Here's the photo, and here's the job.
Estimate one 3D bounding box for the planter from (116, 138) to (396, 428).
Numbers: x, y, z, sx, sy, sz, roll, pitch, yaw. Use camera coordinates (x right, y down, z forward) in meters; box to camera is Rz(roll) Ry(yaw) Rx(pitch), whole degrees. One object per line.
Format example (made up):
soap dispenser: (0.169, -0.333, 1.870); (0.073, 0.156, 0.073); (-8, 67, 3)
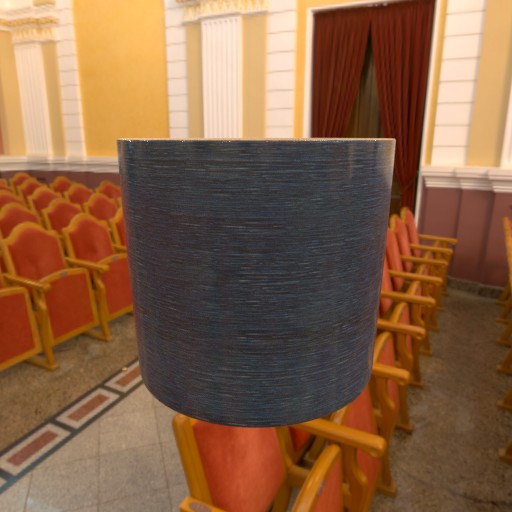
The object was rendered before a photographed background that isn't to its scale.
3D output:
planter: (0.000, 0.000, 0.393); (0.221, 0.201, 0.221); (0, 15, 0)
